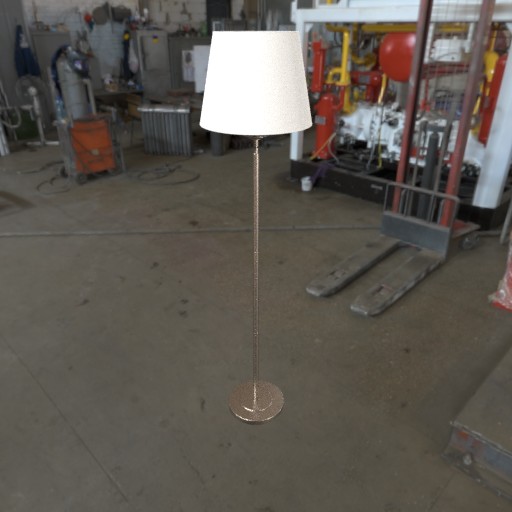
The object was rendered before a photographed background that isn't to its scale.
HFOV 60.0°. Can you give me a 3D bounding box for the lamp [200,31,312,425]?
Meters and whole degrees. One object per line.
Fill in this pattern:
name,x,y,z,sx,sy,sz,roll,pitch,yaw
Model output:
lamp,0.000,0.000,1.630,0.355,1.473,0.355,0,27,0
